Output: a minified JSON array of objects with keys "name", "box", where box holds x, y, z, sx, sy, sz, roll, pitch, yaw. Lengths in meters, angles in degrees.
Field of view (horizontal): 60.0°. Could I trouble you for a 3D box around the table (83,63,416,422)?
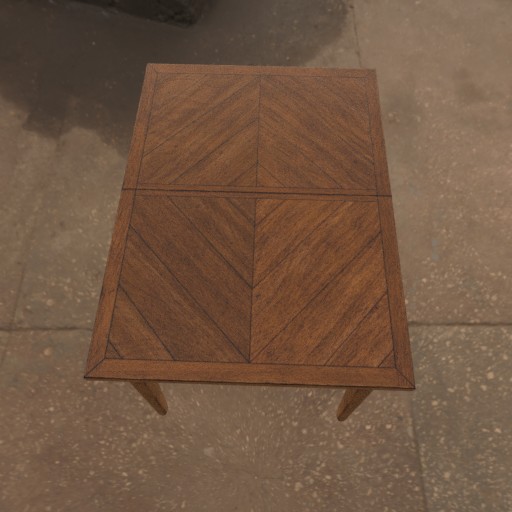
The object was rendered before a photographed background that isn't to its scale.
[{"name":"table","box":[0.000,0.000,1.576,0.757,0.760,1.027,2,63,1]}]
